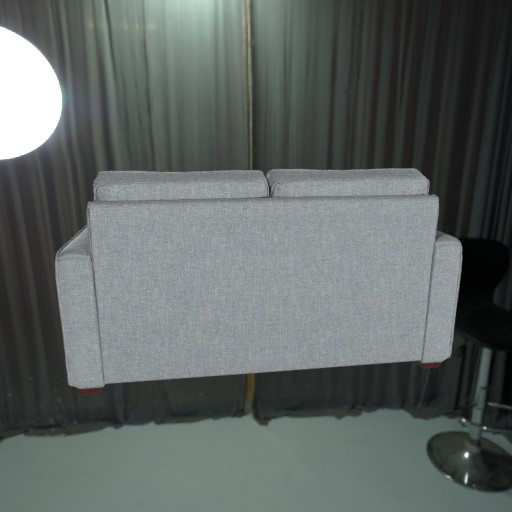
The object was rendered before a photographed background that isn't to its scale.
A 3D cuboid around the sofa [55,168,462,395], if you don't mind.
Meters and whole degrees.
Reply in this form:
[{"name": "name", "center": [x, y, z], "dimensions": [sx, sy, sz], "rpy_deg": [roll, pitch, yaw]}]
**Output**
[{"name": "sofa", "center": [0.000, 0.000, 2.256], "dimensions": [1.706, 0.915, 0.945], "rpy_deg": [-2, 16, -8]}]
